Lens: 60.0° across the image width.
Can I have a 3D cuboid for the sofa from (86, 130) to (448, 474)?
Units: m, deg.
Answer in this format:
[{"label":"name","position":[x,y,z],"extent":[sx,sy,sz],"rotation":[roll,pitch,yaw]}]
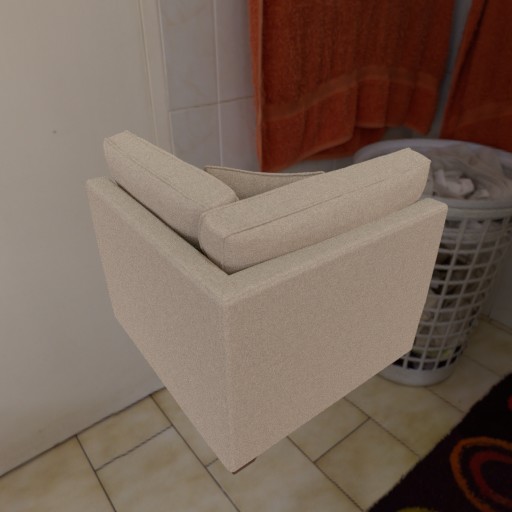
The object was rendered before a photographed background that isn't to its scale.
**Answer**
[{"label":"sofa","position":[0.000,0.000,2.001],"extent":[1.084,1.002,1.146],"rotation":[-21,37,-31]}]
